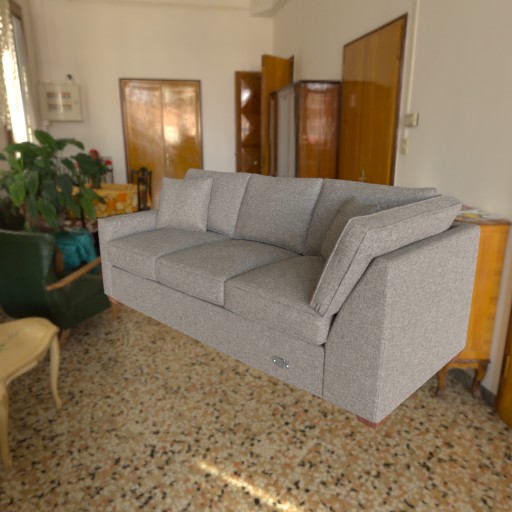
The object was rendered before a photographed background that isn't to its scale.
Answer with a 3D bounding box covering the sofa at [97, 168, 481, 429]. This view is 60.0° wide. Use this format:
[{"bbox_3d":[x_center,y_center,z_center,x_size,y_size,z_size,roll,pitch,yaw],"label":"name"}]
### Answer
[{"bbox_3d":[0.000,0.000,2.816,2.317,0.962,1.061,14,21,42],"label":"sofa"}]
